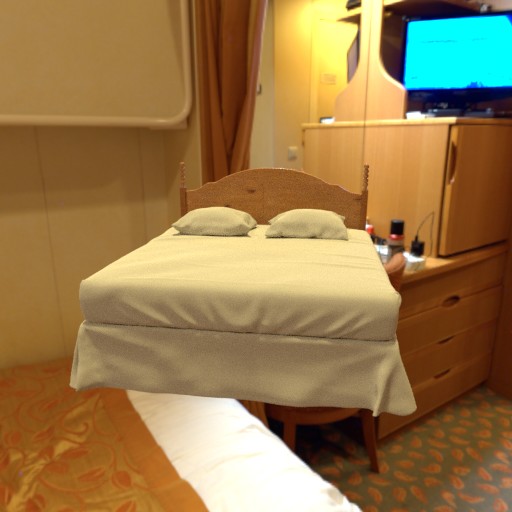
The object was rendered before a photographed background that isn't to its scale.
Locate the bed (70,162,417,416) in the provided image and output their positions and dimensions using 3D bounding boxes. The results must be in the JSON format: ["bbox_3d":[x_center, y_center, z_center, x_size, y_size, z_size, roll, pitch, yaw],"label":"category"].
[{"bbox_3d":[0.000,0.000,3.589,2.322,1.355,2.219,2,15,8],"label":"bed"}]
